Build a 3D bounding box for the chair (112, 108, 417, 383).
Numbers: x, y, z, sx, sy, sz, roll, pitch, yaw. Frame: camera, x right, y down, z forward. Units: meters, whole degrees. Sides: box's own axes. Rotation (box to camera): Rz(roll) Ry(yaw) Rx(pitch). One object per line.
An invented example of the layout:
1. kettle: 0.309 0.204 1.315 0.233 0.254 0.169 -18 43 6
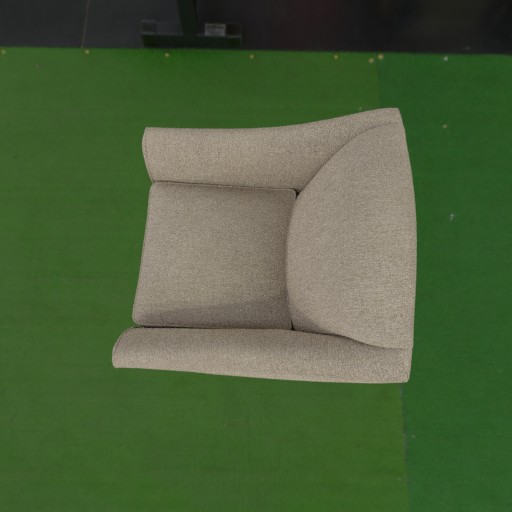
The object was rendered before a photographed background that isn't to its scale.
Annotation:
1. chair: 0.000 0.000 1.442 0.787 0.839 0.763 3 74 1
